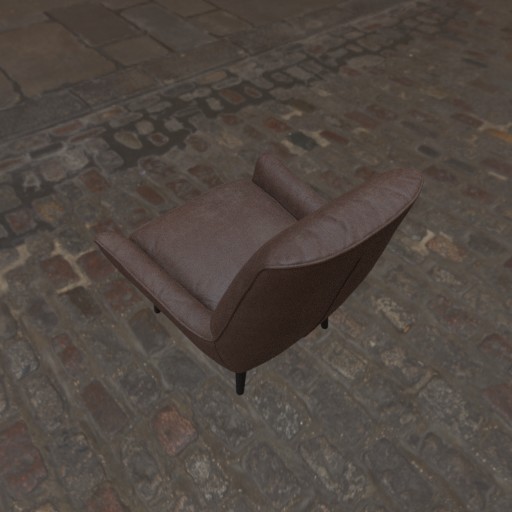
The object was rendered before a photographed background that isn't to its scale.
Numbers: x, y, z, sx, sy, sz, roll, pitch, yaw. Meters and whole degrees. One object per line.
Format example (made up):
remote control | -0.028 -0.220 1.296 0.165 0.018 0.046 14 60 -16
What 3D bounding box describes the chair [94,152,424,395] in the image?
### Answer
chair | 0.000 0.000 1.488 0.787 0.888 0.824 -32 55 -26
